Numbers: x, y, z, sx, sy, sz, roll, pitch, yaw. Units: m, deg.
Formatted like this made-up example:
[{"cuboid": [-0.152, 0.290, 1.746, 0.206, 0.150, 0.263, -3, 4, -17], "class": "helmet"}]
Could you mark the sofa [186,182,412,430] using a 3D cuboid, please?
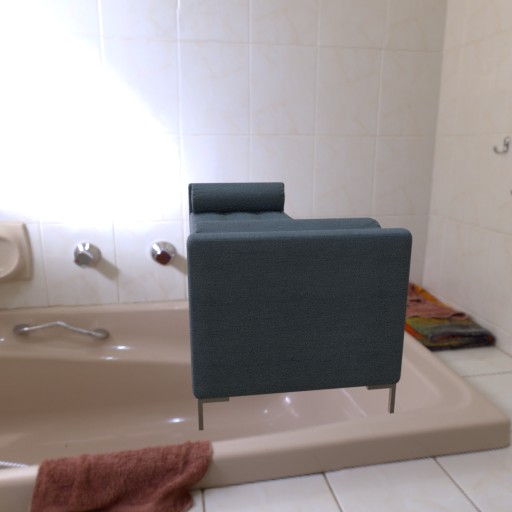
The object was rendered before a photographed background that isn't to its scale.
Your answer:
[{"cuboid": [0.000, 0.000, 2.313, 0.686, 0.635, 1.981, -2, 14, -8], "class": "sofa"}]
